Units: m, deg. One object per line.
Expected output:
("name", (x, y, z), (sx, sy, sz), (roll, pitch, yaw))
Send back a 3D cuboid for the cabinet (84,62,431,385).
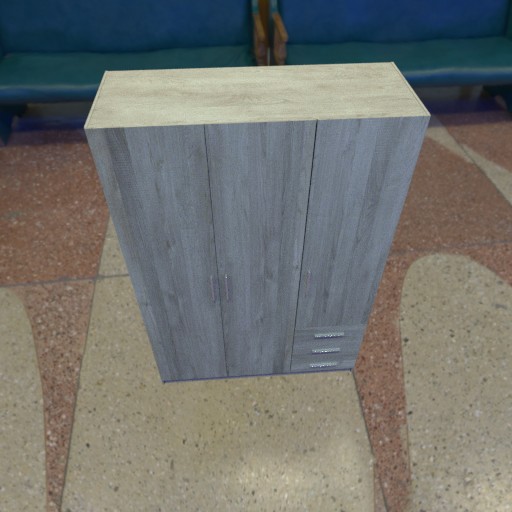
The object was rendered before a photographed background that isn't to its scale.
("cabinet", (0.000, 0.000, 2.490), (1.290, 1.910, 0.510), (-3, 46, -3))
